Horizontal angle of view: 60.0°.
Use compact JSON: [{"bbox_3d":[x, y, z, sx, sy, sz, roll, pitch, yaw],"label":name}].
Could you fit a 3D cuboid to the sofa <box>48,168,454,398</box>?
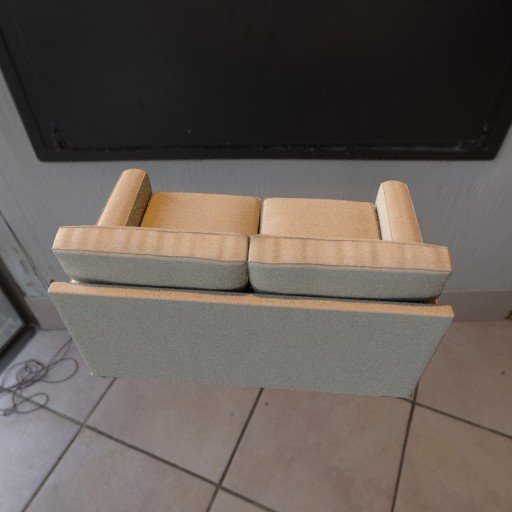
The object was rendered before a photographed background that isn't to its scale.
[{"bbox_3d":[0.000,0.000,2.082,1.484,0.853,0.942,3,47,3],"label":"sofa"}]
